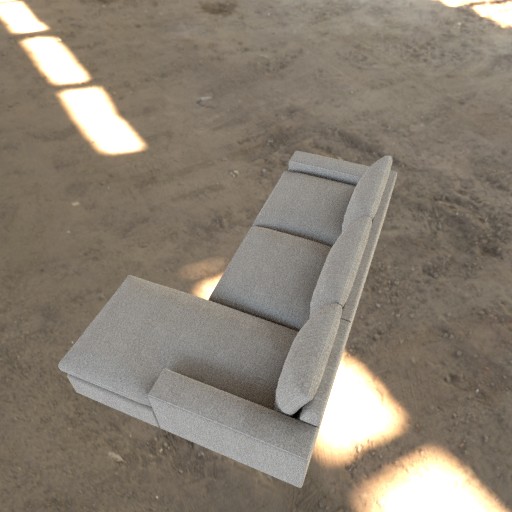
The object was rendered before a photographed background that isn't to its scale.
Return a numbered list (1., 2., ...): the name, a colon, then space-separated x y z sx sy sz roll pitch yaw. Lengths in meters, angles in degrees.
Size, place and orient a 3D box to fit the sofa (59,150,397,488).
1. sofa: 0.000 0.000 3.475 1.689 0.813 2.718 16 49 15
